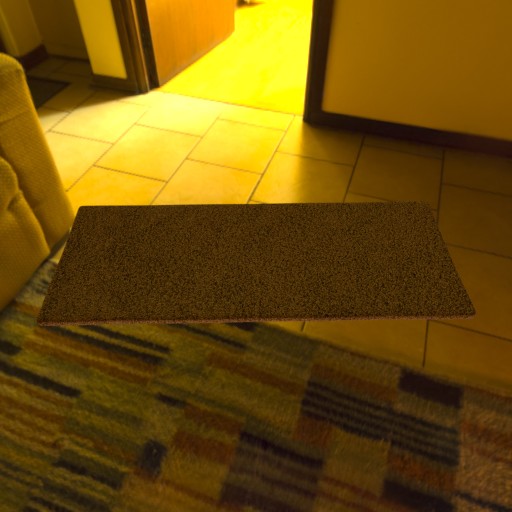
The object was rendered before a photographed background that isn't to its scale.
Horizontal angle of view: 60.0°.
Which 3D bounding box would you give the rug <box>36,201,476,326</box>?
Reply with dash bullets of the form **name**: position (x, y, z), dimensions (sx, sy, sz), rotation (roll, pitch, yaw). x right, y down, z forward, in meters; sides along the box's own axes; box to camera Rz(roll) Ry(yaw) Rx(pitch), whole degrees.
- **rug**: position (0.000, 0.000, 1.737), dimensions (1.524, 0.030, 0.609), rotation (-1, 47, -1)
